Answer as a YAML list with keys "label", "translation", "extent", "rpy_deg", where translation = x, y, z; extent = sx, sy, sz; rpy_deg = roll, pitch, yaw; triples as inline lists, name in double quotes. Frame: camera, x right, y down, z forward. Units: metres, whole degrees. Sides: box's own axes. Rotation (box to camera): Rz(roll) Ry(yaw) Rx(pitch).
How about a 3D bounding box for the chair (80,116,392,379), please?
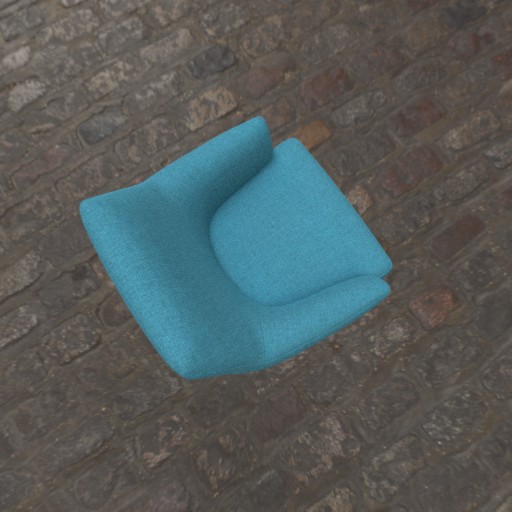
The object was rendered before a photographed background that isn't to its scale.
- label: "chair"
  translation: [0.000, 0.000, 1.353]
  extent: [0.677, 0.874, 0.642]
  rpy_deg: [-33, 78, -8]
